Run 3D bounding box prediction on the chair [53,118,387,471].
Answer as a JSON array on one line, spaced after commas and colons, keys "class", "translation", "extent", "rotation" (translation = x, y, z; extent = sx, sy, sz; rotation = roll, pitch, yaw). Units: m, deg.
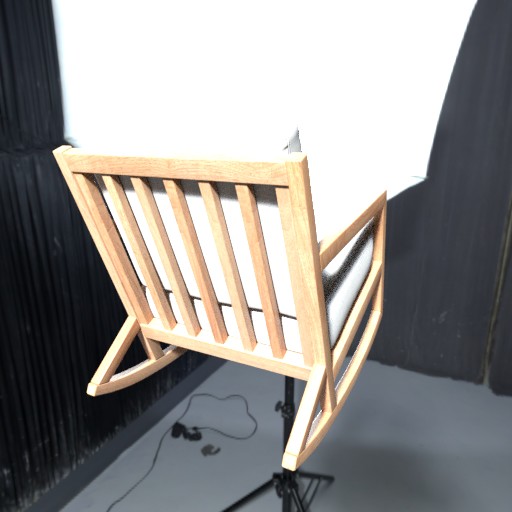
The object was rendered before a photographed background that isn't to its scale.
[{"class": "chair", "translation": [0.000, 0.000, 1.349], "extent": [0.622, 0.790, 0.857], "rotation": [8, 18, 26]}]
